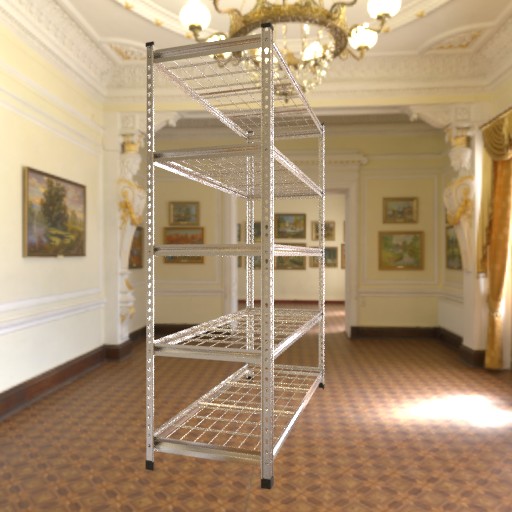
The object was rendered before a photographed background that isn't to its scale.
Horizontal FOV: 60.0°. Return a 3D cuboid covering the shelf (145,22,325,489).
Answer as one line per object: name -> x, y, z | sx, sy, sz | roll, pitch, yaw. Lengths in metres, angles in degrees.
shelf -> 0.000, 0.000, 2.695 | 0.610, 1.981, 1.524 | 0, 0, 17
